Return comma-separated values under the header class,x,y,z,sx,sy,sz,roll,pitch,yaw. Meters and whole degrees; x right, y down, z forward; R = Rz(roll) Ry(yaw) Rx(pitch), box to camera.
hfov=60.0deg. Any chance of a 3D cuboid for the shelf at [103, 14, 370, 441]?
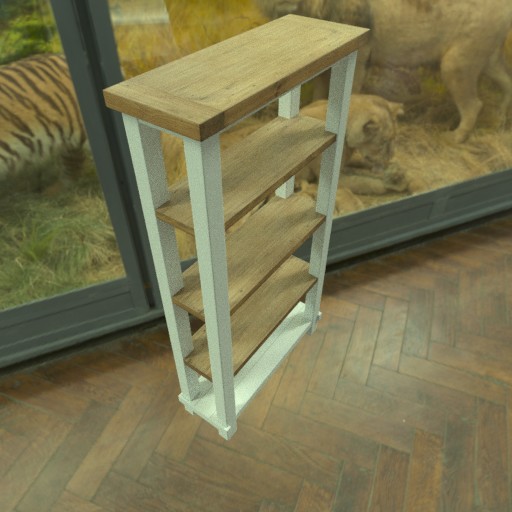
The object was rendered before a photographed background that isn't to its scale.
class,x,y,z,sx,sy,sz,roll,pitch,yaw
shelf,0.000,0.000,2.162,0.381,1.878,1.022,26,48,26
